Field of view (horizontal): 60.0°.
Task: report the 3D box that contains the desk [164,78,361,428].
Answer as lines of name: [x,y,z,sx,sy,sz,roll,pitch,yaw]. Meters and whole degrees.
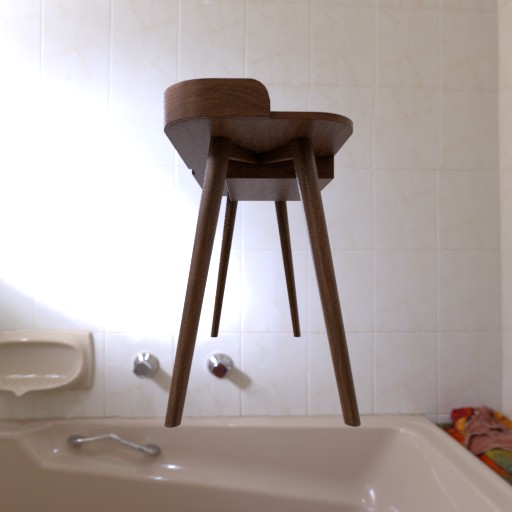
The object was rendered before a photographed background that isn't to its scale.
desk: [0.000,0.000,1.641,0.486,0.800,1.256,0,-1,-1]
